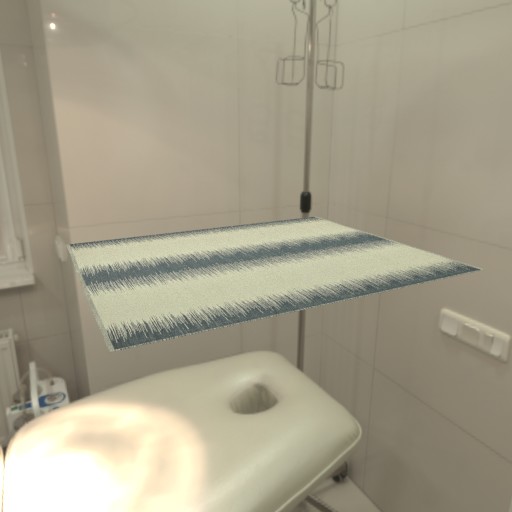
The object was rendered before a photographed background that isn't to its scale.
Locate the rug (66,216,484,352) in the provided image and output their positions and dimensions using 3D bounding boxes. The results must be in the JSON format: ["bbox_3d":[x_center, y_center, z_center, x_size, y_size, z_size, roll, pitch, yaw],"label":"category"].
[{"bbox_3d":[0.000,0.000,4.067,3.037,0.004,2.453,-8,19,-26],"label":"rug"}]
